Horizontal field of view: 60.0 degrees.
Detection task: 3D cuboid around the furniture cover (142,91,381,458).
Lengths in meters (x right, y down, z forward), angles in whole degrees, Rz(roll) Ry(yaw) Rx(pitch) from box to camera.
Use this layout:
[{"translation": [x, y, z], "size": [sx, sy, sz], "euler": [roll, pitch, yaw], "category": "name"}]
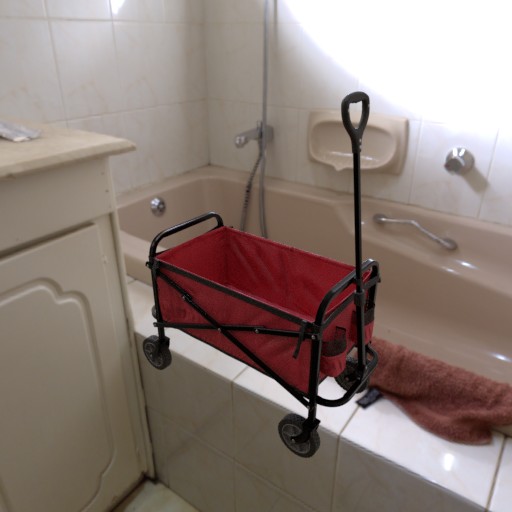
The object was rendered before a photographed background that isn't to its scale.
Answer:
[{"translation": [0.000, 0.000, 1.788], "size": [1.038, 1.295, 0.532], "euler": [19, 32, 33], "category": "furniture cover"}]
